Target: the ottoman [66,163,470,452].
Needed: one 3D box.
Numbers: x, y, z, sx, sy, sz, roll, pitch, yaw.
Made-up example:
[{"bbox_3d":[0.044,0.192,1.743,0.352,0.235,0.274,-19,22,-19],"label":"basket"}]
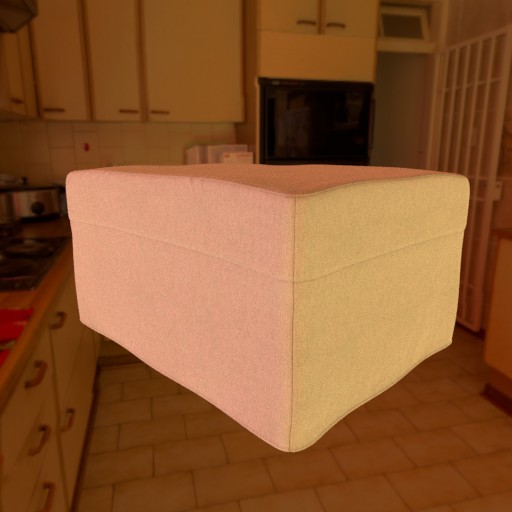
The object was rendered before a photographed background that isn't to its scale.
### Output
[{"bbox_3d":[0.000,0.000,1.167,0.648,0.461,0.833,-13,19,-43],"label":"ottoman"}]
